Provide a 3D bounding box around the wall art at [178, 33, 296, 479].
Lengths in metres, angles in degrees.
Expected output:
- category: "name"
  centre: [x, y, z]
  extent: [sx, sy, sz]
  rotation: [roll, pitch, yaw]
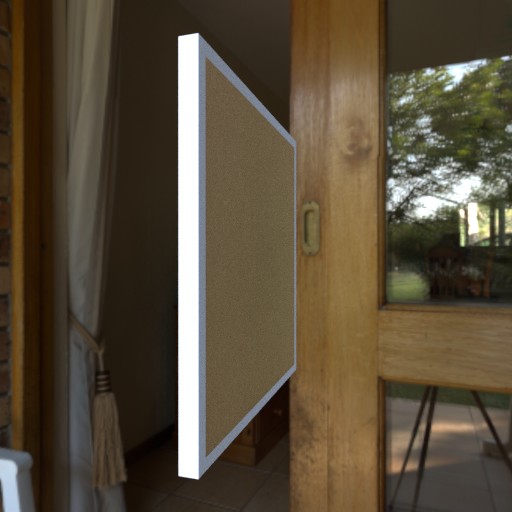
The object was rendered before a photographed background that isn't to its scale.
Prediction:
- category: "wall art"
  centre: [0.000, 0.000, 1.125]
  extent: [0.038, 0.761, 0.763]
  rotation: [0, 0, 18]
